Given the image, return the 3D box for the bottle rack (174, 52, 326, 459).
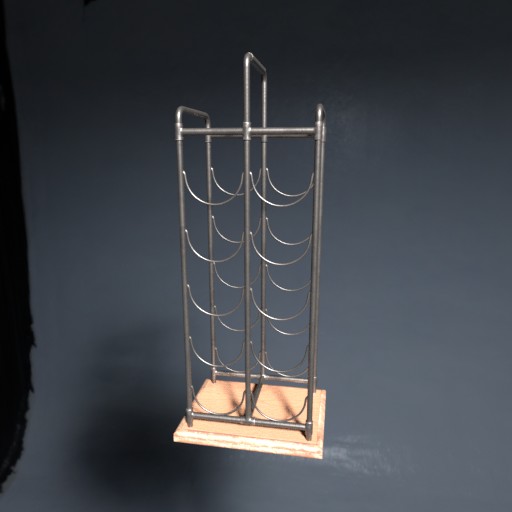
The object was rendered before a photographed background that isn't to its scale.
[{"bbox_3d":[0.000,0.000,0.828,0.276,0.680,0.208,2,14,10],"label":"bottle rack"}]
